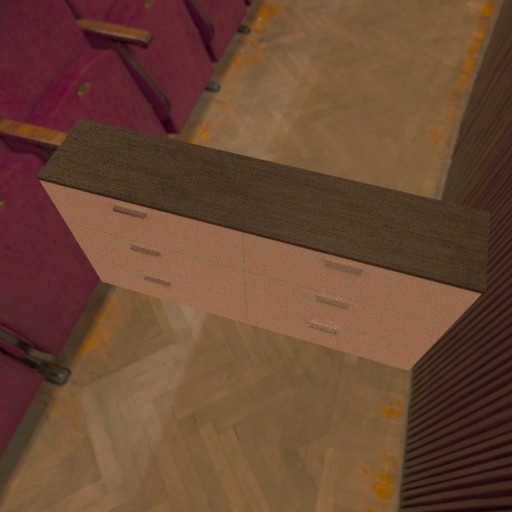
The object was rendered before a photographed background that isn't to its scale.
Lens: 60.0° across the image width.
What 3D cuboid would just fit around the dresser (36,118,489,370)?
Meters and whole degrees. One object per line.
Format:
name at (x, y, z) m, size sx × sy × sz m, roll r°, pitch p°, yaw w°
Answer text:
dresser at (0.000, 0.000, 1.859) m, size 1.535 × 0.790 × 0.333 m, roll 15°, pitch 59°, yaw 9°
